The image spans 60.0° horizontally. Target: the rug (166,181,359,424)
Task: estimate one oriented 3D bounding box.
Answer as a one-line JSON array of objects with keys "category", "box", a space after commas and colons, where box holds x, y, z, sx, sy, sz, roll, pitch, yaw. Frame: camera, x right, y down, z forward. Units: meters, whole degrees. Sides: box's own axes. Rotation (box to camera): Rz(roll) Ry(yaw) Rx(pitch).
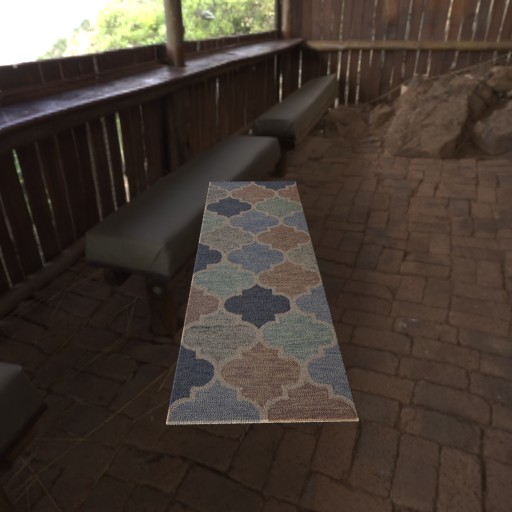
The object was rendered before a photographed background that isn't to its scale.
[{"category": "rug", "box": [0.000, 0.000, 2.554, 0.687, 0.011, 2.287, -1, 31, -1]}]
